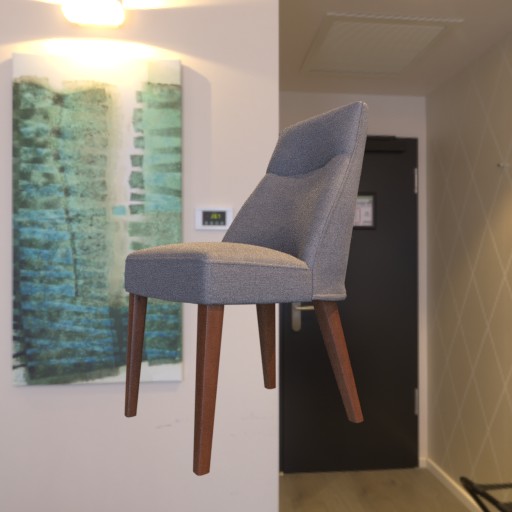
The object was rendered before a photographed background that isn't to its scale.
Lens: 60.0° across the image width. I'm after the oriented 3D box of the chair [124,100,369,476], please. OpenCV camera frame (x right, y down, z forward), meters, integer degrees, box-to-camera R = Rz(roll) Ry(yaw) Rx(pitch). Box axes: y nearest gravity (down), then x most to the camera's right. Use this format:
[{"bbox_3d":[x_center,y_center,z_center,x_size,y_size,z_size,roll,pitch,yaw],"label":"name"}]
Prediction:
[{"bbox_3d":[0.000,0.000,1.290,0.620,0.930,0.500,0,-1,-36],"label":"chair"}]
